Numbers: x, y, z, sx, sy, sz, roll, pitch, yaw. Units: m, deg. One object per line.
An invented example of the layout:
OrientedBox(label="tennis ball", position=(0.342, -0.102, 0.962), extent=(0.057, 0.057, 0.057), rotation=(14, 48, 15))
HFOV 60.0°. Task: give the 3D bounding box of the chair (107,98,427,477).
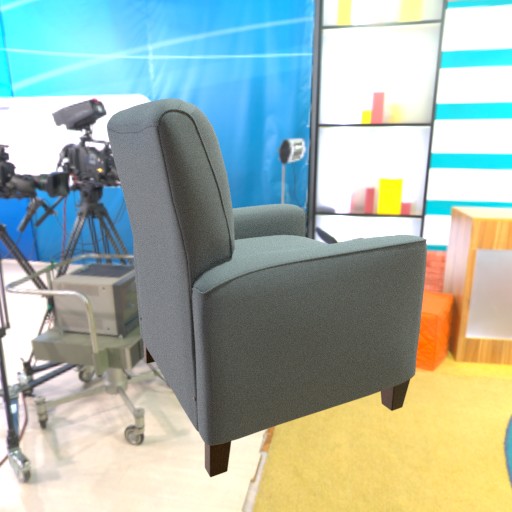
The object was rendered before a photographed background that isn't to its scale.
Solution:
OrientedBox(label="chair", position=(0.000, 0.000, 1.567), extent=(0.846, 1.007, 0.853), rotation=(-8, 17, -26))
